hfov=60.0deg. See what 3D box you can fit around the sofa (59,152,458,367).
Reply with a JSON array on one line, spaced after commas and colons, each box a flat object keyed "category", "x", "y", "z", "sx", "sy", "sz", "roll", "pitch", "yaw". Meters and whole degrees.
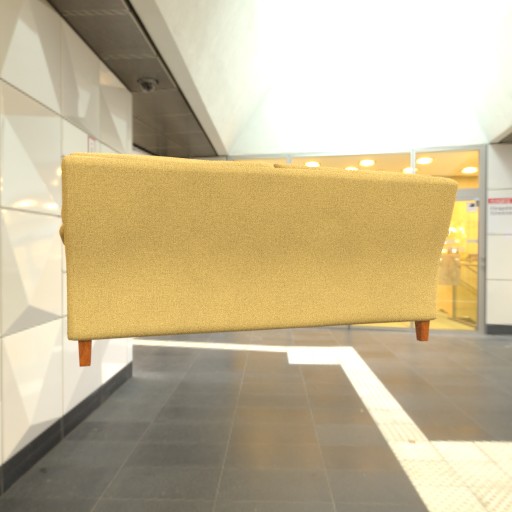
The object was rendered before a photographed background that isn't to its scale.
[{"category": "sofa", "x": 0.000, "y": 0.000, "z": 2.624, "sx": 2.070, "sy": 0.997, "sz": 1.091, "roll": 0, "pitch": 1, "yaw": -18}]
